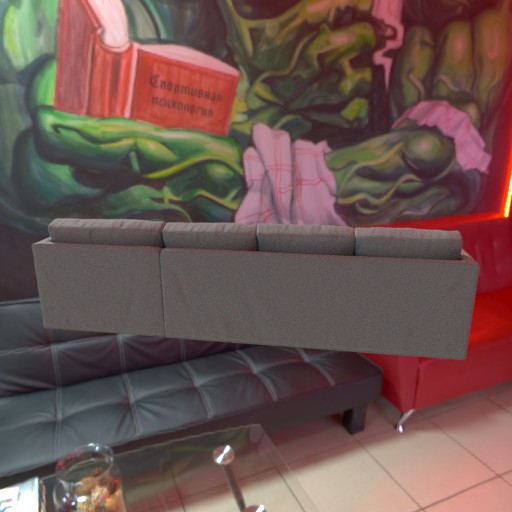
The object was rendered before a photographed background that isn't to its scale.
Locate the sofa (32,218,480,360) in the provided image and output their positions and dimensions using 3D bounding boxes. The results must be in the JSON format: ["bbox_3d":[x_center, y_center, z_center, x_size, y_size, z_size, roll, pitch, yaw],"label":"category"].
[{"bbox_3d":[0.000,0.000,3.905,3.177,0.867,1.622,3,17,9],"label":"sofa"}]
